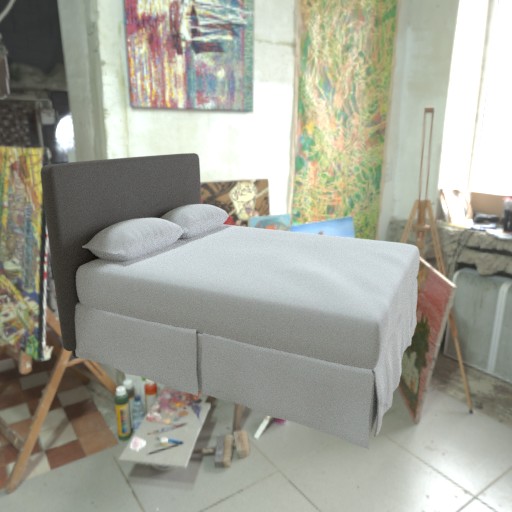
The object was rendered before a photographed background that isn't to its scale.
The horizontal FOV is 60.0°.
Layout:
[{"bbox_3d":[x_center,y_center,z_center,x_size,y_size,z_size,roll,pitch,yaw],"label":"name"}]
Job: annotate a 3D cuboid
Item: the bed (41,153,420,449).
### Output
[{"bbox_3d":[0.000,0.000,3.154,2.142,1.330,1.723,8,18,25],"label":"bed"}]
